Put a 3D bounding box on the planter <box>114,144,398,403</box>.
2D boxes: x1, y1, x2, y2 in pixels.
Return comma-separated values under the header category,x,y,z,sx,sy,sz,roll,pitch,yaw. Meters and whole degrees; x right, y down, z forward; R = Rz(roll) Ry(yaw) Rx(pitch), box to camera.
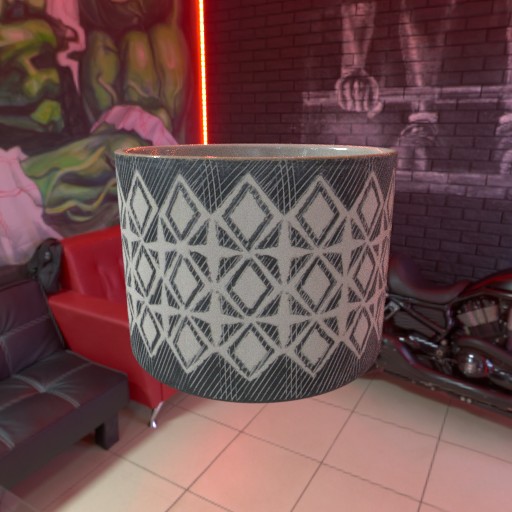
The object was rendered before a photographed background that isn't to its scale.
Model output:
category,x,y,z,sx,sy,sz,roll,pitch,yaw
planter,0.000,0.000,0.221,0.126,0.104,0.126,0,16,0
